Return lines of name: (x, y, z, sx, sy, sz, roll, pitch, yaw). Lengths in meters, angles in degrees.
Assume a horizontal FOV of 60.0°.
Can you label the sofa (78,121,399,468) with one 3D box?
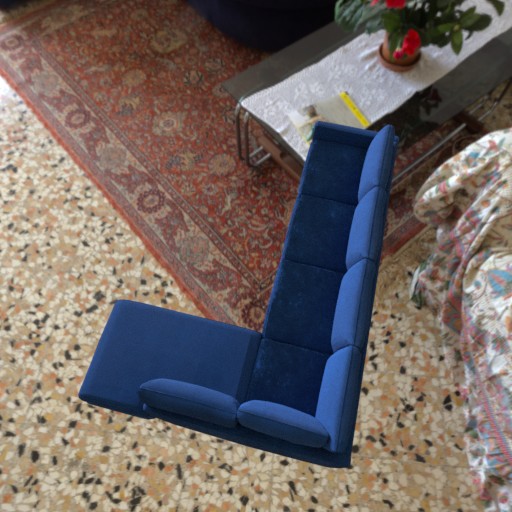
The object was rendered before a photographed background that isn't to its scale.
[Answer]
sofa: (0.000, 0.000, 3.205, 1.707, 0.687, 2.486, 13, 65, 6)
